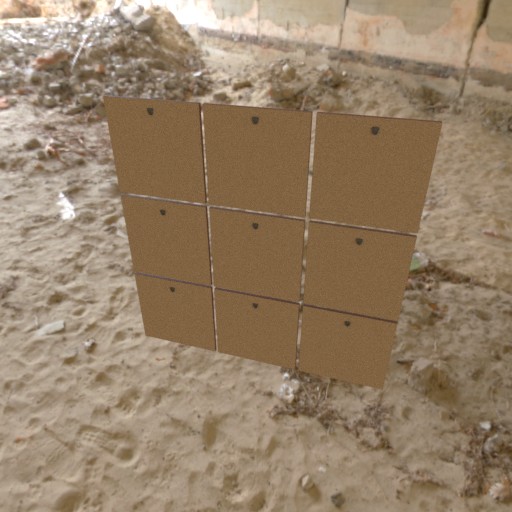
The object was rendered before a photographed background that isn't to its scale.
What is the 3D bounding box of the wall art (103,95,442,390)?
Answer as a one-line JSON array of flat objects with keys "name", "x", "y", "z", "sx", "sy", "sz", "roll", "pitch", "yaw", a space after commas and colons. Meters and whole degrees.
[{"name": "wall art", "x": 0.000, "y": 0.000, "z": 1.865, "sx": 1.221, "sy": 1.218, "sz": 0.024, "roll": 9, "pitch": 33, "yaw": 15}]
